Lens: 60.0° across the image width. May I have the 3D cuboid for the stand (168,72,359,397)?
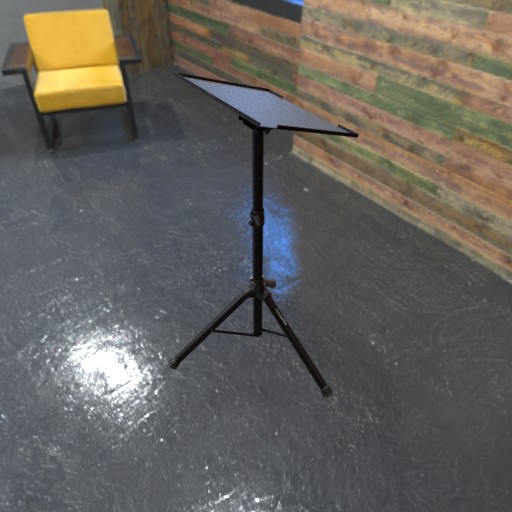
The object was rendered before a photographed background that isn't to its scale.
[{"bbox_3d":[0.000,0.000,1.619,0.702,1.198,0.702,-24,46,-26],"label":"stand"}]
